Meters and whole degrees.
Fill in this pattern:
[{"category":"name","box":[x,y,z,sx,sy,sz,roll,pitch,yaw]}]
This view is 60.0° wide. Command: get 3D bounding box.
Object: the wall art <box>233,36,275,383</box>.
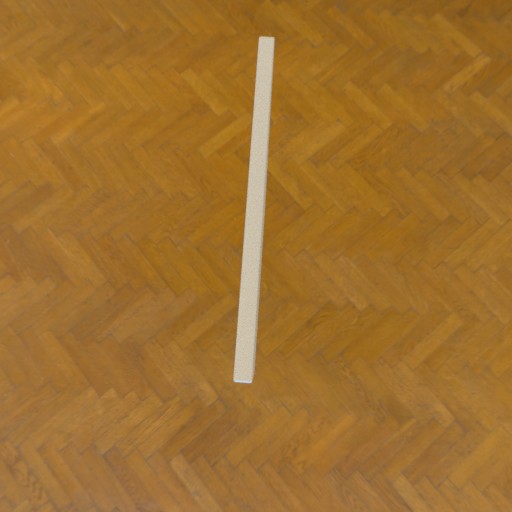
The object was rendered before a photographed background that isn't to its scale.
[{"category":"wall art","box":[0.000,0.000,1.066,0.026,0.813,0.556,4,76,1]}]
